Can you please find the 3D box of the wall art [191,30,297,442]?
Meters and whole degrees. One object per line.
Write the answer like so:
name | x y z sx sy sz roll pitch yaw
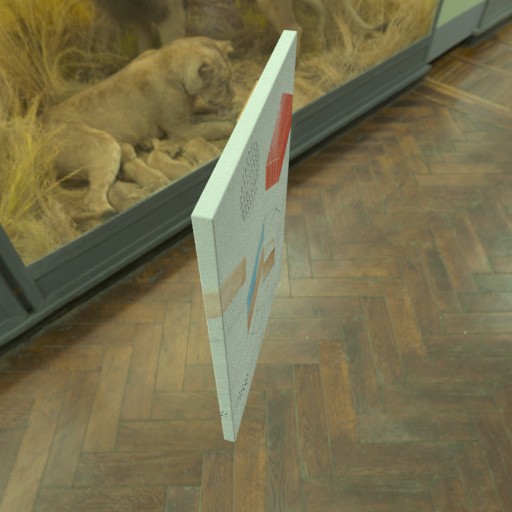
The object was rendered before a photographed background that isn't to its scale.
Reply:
wall art | 0.000 0.000 1.335 0.045 1.014 0.759 10 49 9
